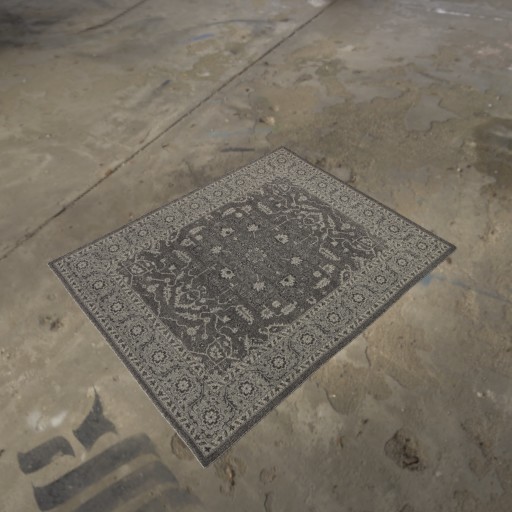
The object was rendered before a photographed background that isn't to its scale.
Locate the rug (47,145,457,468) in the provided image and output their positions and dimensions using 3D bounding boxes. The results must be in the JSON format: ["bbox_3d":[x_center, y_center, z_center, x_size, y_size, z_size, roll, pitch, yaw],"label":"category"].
[{"bbox_3d":[0.000,0.000,4.209,3.069,0.026,2.451,-32,54,-28],"label":"rug"}]
